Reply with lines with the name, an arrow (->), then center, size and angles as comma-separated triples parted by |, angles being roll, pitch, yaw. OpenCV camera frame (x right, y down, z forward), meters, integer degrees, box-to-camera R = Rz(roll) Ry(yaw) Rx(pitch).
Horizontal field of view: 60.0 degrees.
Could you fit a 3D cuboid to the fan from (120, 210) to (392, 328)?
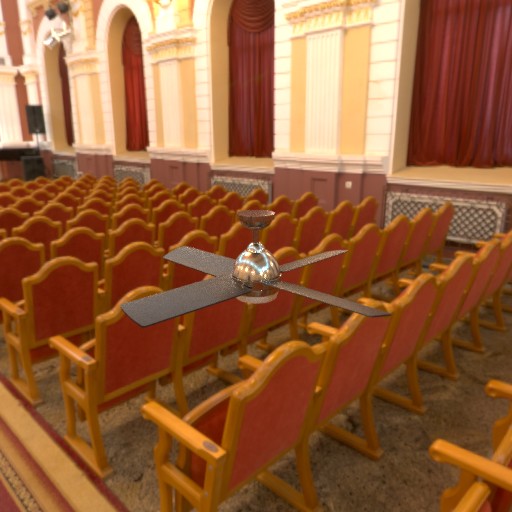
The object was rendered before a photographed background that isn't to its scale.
fan -> 0.000, 0.000, 2.055 | 1.332, 0.403, 1.332 | 15, 21, 43
